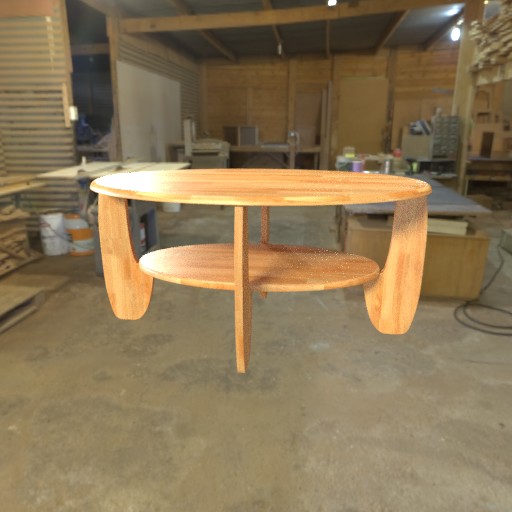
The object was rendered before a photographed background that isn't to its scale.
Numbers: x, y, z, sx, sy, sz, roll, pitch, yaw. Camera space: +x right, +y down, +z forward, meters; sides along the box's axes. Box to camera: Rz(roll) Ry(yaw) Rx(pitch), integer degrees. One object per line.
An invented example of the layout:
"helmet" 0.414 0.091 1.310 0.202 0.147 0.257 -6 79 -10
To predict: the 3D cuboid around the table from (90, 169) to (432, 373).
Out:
"table" 0.000 0.000 1.430 1.040 0.490 0.690 2 17 7
